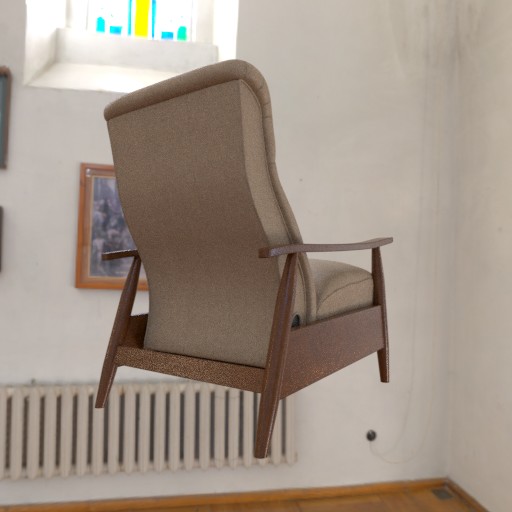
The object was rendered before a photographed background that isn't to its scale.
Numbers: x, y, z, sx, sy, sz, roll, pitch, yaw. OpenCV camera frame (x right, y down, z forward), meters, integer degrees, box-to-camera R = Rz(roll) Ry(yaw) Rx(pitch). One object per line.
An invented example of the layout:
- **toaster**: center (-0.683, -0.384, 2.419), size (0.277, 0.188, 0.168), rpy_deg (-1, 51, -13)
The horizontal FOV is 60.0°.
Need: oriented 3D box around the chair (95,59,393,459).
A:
- **chair**: center (0.000, 0.000, 1.760), size (0.762, 1.082, 1.030), rpy_deg (-1, -2, 36)
